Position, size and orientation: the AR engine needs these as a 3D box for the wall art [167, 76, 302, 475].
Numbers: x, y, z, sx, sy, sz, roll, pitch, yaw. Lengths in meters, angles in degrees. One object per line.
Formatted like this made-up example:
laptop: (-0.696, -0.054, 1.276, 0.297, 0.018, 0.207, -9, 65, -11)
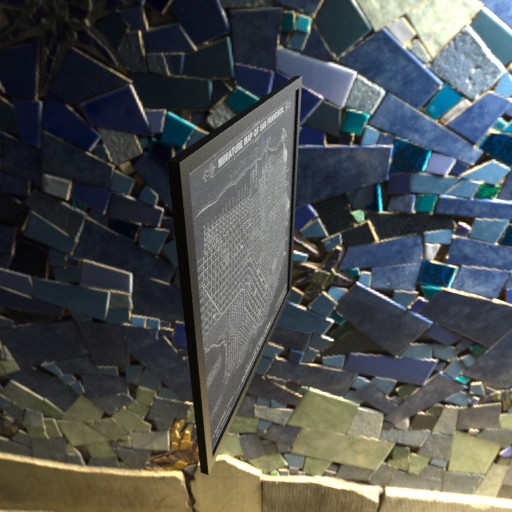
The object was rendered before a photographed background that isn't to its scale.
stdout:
wall art: (0.000, 0.000, 1.222, 0.022, 0.807, 0.807, 10, 33, 16)
